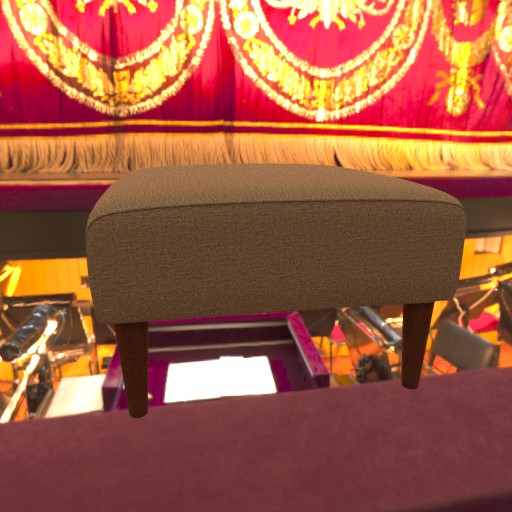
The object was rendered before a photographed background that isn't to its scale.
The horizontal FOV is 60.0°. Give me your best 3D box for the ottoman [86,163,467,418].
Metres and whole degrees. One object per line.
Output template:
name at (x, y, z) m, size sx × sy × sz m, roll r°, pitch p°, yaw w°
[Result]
ottoman at (0.000, 0.000, 1.034) m, size 0.649 × 0.398 × 0.650 m, roll -3°, pitch 16°, yaw -10°
